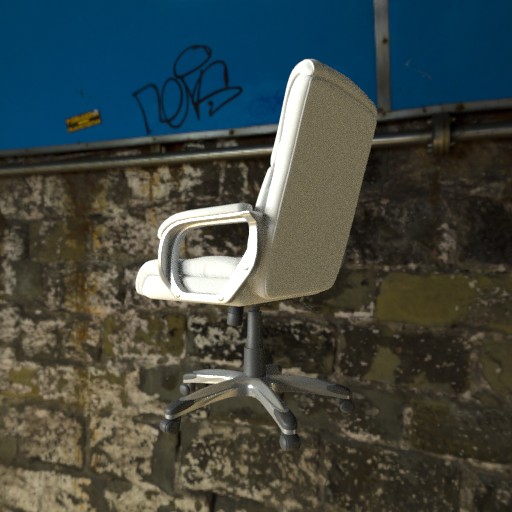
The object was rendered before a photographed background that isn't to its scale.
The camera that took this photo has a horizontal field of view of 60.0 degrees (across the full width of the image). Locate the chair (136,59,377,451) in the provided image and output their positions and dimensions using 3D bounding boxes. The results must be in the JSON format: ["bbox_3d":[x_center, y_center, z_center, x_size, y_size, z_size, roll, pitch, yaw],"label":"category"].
[{"bbox_3d":[0.000,0.000,1.591,0.738,1.120,0.687,0,0,36],"label":"chair"}]
